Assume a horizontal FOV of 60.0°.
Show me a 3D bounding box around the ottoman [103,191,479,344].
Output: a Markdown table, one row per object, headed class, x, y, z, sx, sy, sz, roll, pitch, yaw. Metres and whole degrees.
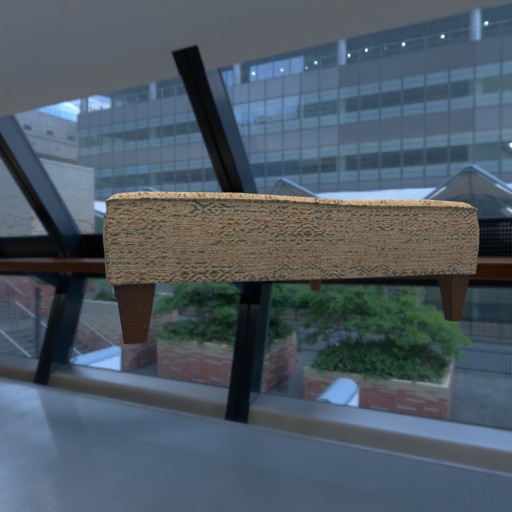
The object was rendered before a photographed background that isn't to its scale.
| class | x | y | z | sx | sy | sz | roll | pitch | yaw |
| --- | --- | --- | --- | --- | --- | --- | --- | --- | --- |
| ottoman | 0.000 | 0.000 | 1.537 | 1.004 | 0.356 | 0.968 | -1 | 2 | -19 |
